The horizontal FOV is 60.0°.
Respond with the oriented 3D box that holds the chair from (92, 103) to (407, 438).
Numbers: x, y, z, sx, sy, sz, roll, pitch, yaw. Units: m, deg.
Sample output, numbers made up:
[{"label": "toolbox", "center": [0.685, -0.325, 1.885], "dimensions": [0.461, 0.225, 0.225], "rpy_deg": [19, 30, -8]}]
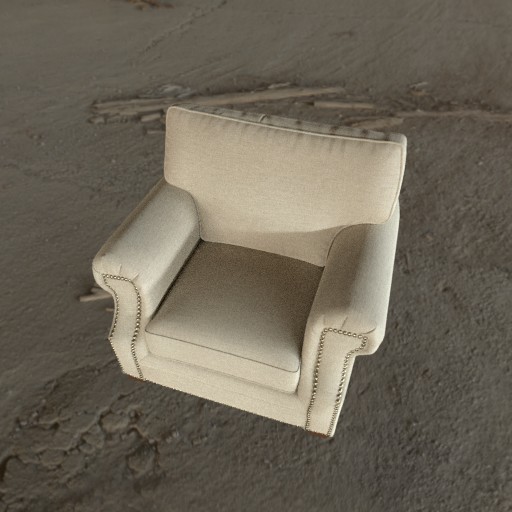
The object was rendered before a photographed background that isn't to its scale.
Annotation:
[{"label": "chair", "center": [0.000, 0.000, 1.854], "dimensions": [1.092, 0.961, 0.965], "rpy_deg": [12, 44, 13]}]
